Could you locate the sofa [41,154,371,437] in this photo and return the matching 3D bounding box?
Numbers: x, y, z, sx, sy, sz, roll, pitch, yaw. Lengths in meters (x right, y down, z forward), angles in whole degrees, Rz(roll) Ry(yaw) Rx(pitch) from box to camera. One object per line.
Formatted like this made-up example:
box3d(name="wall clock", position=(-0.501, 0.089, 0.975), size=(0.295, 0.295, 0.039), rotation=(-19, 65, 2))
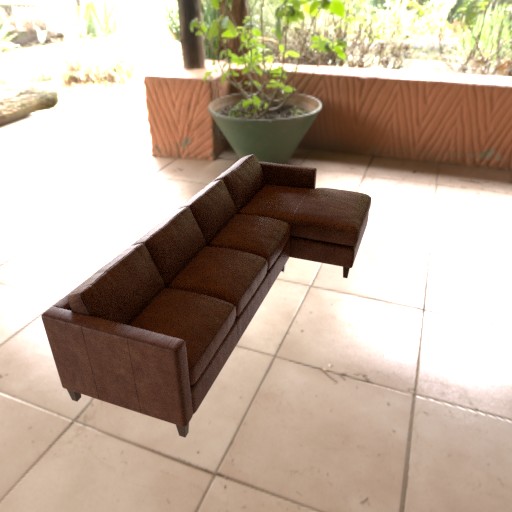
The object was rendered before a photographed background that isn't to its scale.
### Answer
box3d(name="sofa", position=(0.000, 0.000, 3.856), size=(1.581, 0.883, 3.203), rotation=(10, 32, 17))
